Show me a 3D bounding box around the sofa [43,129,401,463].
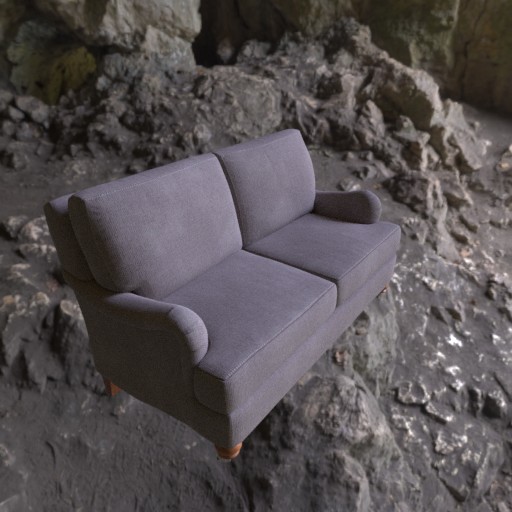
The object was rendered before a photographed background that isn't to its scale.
[{"bbox_3d":[0.000,0.000,2.511,1.084,1.101,1.853,19,32,32],"label":"sofa"}]
